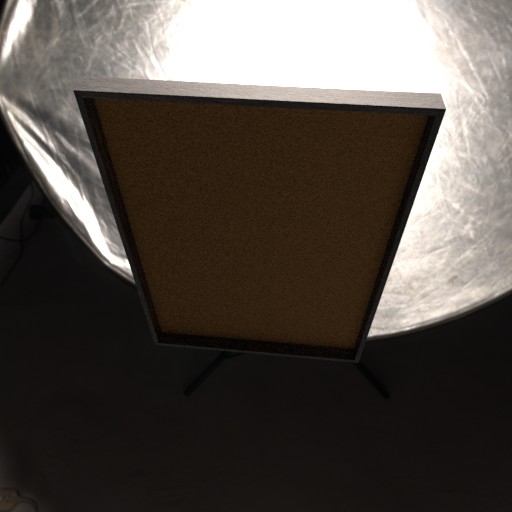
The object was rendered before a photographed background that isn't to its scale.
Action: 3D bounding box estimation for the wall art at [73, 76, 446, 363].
[{"bbox_3d":[0.000,0.000,1.298,0.762,1.016,0.063,4,48,4],"label":"wall art"}]
